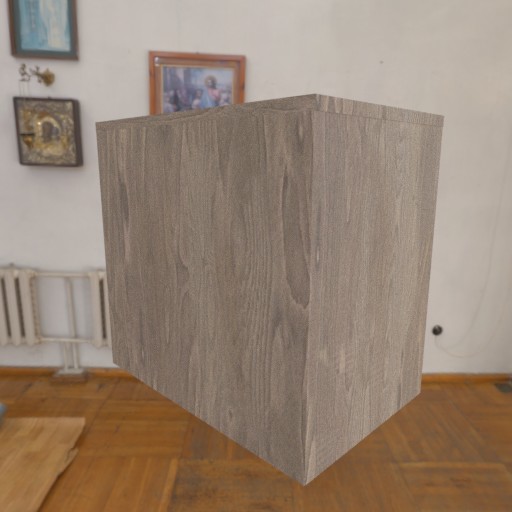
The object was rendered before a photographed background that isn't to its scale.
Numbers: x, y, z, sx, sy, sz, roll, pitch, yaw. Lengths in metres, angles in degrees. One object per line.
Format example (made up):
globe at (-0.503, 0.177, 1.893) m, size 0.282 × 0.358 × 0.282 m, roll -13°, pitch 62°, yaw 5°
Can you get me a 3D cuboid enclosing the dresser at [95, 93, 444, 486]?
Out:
dresser at (0.000, 0.000, 1.289) m, size 0.809 × 0.762 × 0.529 m, roll 12°, pitch 17°, yaw 44°
